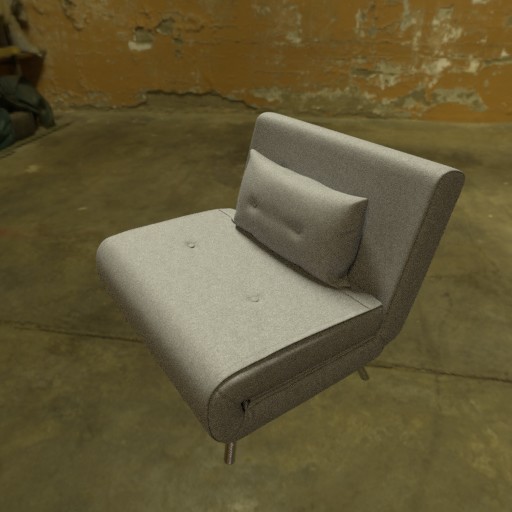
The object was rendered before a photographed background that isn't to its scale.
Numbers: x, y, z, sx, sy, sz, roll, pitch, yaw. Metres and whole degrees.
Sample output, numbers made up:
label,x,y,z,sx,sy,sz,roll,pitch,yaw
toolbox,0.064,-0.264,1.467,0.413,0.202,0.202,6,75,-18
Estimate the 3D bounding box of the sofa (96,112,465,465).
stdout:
label,x,y,z,sx,sy,sz,roll,pitch,yaw
sofa,0.000,0.000,1.739,1.000,0.825,1.020,-20,36,-30
